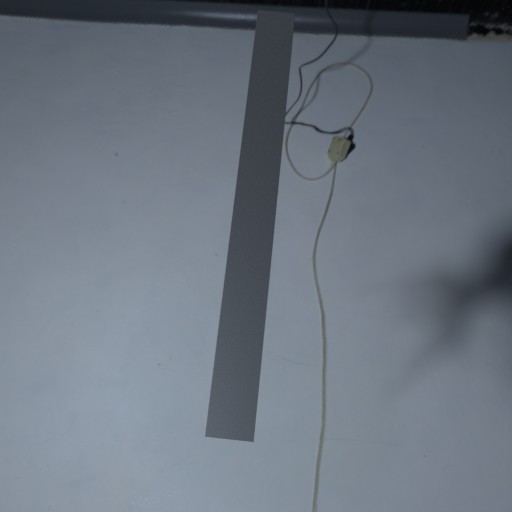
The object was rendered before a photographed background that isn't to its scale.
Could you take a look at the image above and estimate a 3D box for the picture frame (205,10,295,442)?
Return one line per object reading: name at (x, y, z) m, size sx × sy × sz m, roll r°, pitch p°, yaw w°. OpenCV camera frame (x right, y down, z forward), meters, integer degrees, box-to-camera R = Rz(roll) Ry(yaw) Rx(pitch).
picture frame at (0.000, 0.000, 0.463) m, size 0.030 × 0.317 × 0.317 m, roll 6°, pitch 75°, yaw 2°
